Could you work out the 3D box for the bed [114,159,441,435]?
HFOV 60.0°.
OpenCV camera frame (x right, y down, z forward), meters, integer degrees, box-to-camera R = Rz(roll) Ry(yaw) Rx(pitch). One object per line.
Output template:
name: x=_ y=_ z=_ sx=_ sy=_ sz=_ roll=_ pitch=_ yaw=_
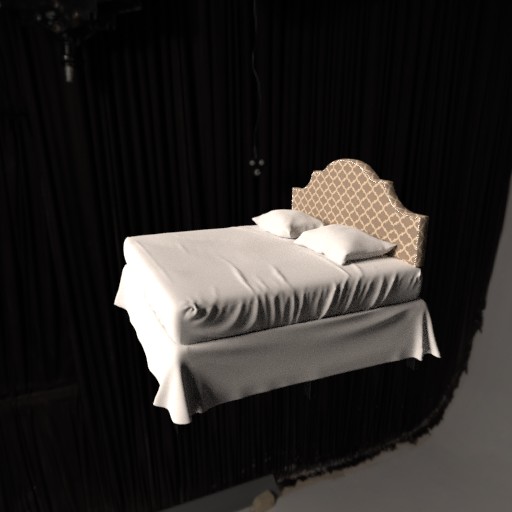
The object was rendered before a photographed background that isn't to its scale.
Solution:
bed: x=0.000 y=0.000 z=3.852 sx=2.222 sy=1.601 sz=2.314 roll=-7 pitch=17 yaw=-23
